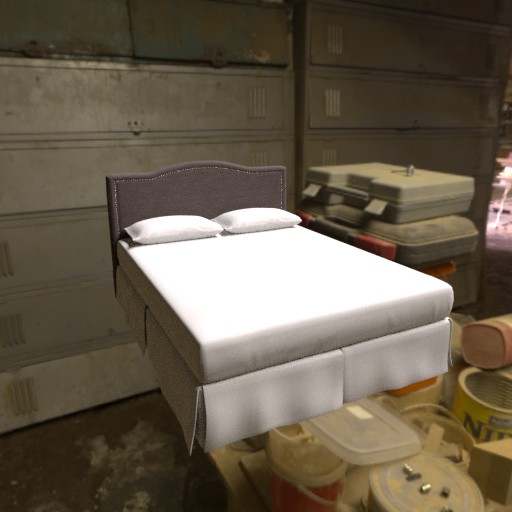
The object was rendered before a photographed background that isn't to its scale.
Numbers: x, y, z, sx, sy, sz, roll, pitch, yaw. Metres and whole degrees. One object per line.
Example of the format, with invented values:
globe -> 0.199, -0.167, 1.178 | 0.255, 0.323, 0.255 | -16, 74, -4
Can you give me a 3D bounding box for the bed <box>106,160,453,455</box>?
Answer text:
bed -> 0.000, 0.000, 3.919 | 2.161, 1.457, 2.689 | -8, 19, -25
